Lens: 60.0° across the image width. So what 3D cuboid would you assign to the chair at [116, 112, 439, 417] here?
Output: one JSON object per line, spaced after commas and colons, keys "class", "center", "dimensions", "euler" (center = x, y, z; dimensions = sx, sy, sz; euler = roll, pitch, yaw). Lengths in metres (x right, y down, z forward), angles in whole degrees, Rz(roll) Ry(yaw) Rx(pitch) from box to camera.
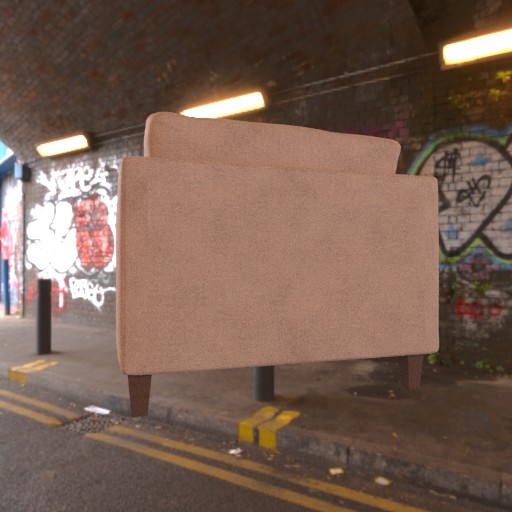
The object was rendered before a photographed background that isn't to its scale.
{"class": "chair", "center": [0.000, 0.000, 1.878], "dimensions": [1.133, 0.961, 0.959], "euler": [0, -1, -18]}
